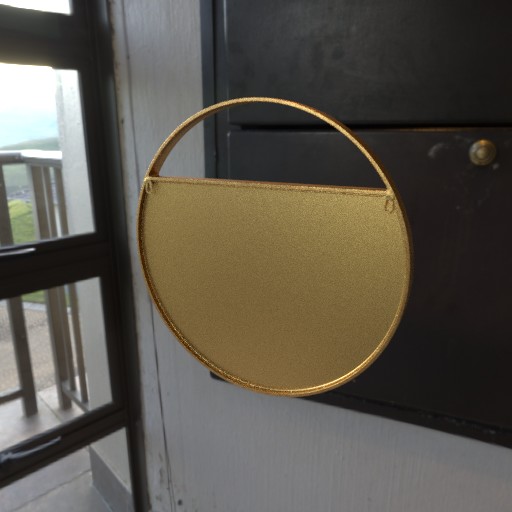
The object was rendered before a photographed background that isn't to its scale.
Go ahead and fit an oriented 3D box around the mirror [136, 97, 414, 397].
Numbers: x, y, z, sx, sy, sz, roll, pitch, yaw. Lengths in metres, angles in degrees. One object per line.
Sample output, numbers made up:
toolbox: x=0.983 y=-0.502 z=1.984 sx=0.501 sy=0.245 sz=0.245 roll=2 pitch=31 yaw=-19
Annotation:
mirror: x=0.000 y=0.000 z=0.839 sx=0.565 sy=0.565 sz=0.032 roll=8 pitch=18 yaw=27
